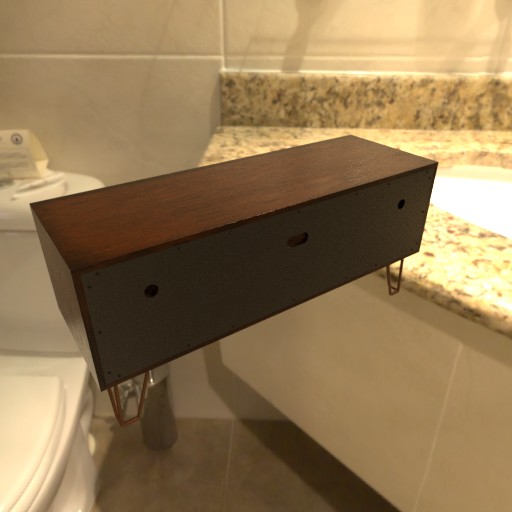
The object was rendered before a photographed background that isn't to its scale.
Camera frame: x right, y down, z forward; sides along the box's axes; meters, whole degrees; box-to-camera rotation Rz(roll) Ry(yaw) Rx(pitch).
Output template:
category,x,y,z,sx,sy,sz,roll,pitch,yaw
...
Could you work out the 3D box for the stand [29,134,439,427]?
category,x,y,z,sx,sy,sz,roll,pitch,yaw
stand,0.000,0.000,1.686,1.372,0.610,0.481,-19,36,-29
